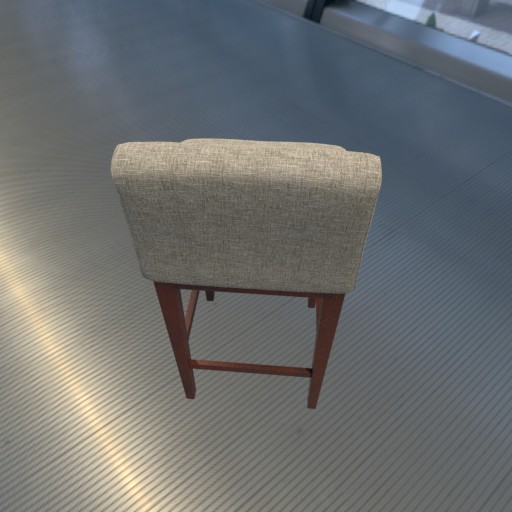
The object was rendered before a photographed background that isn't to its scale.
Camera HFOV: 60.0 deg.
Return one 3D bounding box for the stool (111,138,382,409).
[{"bbox_3d":[0.000,0.000,1.101,0.417,0.835,0.459,3,46,3],"label":"stool"}]
